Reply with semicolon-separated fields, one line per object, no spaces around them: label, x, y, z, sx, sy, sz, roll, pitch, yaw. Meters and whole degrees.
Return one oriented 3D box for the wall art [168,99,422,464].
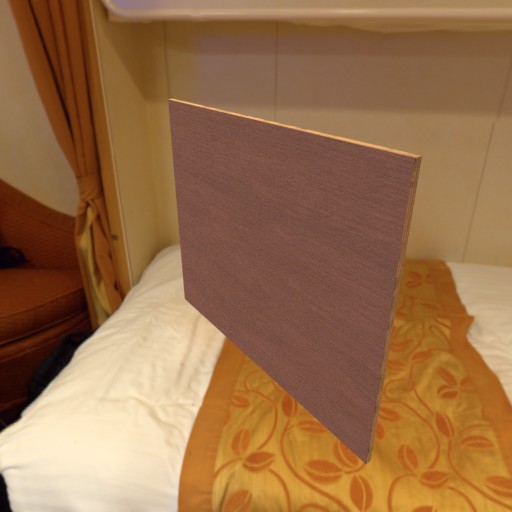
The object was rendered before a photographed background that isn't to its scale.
wall art;0.000;0.000;0.681;0.010;0.408;0.508;-18;32;-32
